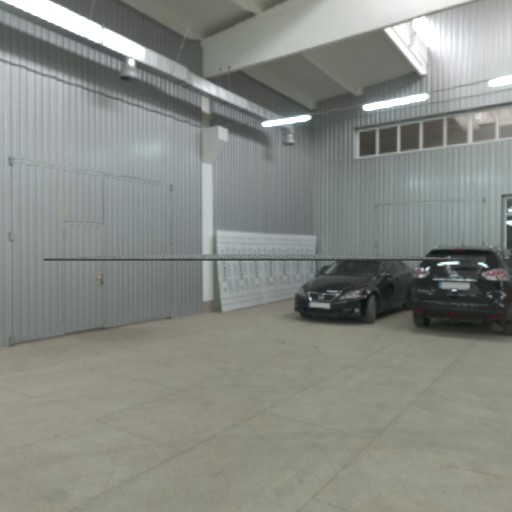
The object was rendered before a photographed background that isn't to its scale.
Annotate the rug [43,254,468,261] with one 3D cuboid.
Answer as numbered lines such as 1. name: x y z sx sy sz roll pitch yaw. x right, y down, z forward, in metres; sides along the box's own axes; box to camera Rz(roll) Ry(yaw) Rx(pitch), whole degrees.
1. rug: 0.000 0.000 4.071 2.456 0.021 3.068 0 1 0
